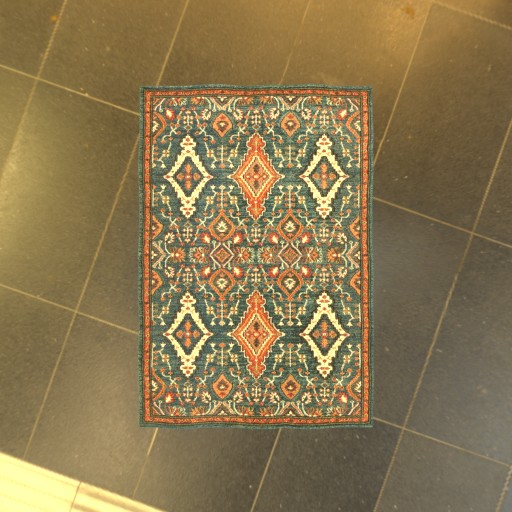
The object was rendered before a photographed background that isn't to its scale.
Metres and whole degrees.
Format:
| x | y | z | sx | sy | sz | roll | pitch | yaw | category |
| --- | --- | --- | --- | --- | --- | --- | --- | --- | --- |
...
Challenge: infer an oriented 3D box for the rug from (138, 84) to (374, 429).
| x | y | z | sx | sy | sz | roll | pitch | yaw | category |
| --- | --- | --- | --- | --- | --- | --- | --- | --- | --- |
| 0.000 | 0.000 | 3.050 | 1.622 | 0.009 | 2.373 | 0 | 89 | 0 | rug |
